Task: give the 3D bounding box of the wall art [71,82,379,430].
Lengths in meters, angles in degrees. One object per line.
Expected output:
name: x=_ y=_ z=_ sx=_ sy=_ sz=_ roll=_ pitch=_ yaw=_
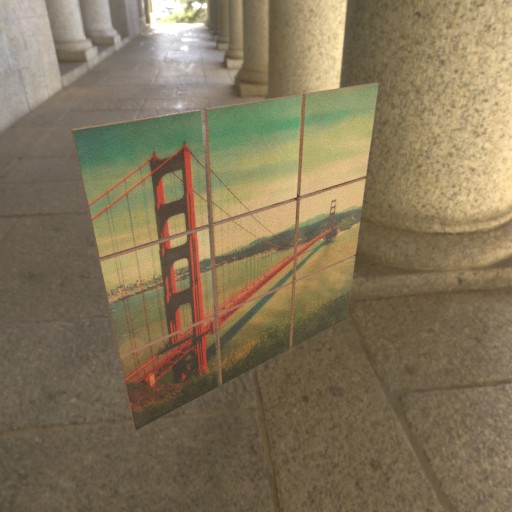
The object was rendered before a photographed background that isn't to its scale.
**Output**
wall art: x=0.000 y=0.000 z=1.797 sx=1.217 sy=1.207 sz=0.016 roll=-20 pitch=36 yaw=-30
